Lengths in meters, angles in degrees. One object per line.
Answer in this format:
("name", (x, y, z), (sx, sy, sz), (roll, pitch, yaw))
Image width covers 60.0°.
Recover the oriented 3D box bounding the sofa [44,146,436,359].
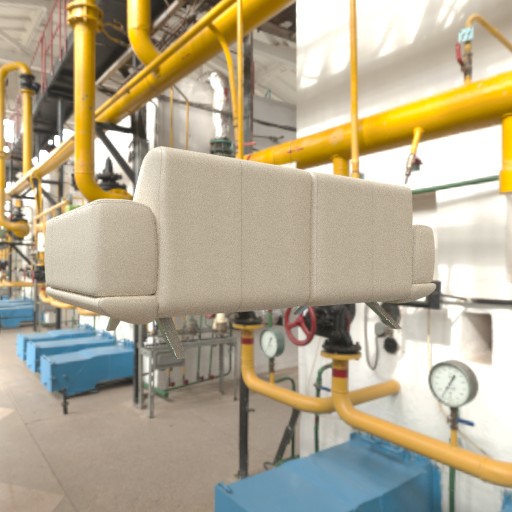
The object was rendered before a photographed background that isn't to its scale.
("sofa", (0.000, 0.000, 2.326), (1.901, 0.772, 0.900), (1, -1, -35))
